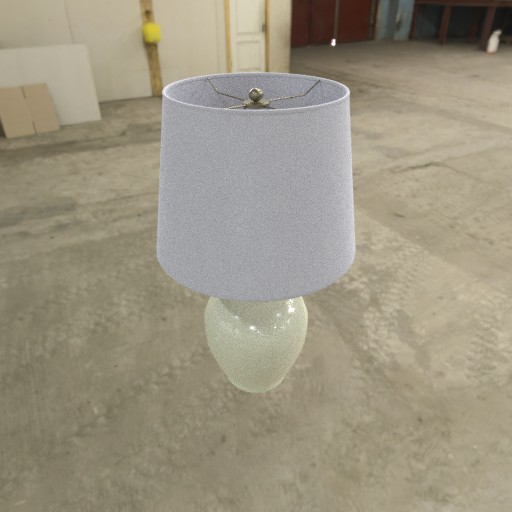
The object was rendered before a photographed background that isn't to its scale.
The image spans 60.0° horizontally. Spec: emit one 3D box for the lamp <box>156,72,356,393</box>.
[{"bbox_3d":[0.000,0.000,0.554,0.239,0.399,0.239,0,32,0],"label":"lamp"}]
